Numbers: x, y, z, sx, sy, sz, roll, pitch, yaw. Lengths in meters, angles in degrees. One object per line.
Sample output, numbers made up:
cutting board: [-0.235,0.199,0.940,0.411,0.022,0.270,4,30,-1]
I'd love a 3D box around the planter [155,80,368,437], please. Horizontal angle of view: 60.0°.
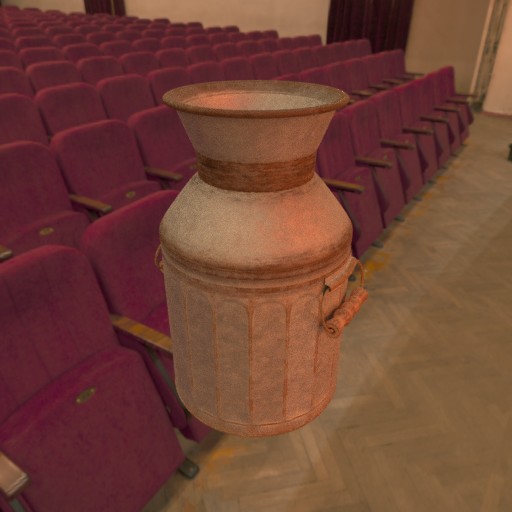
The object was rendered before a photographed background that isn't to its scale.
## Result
planter: [0.000,0.000,0.511,0.248,0.358,0.215,18,34,28]
